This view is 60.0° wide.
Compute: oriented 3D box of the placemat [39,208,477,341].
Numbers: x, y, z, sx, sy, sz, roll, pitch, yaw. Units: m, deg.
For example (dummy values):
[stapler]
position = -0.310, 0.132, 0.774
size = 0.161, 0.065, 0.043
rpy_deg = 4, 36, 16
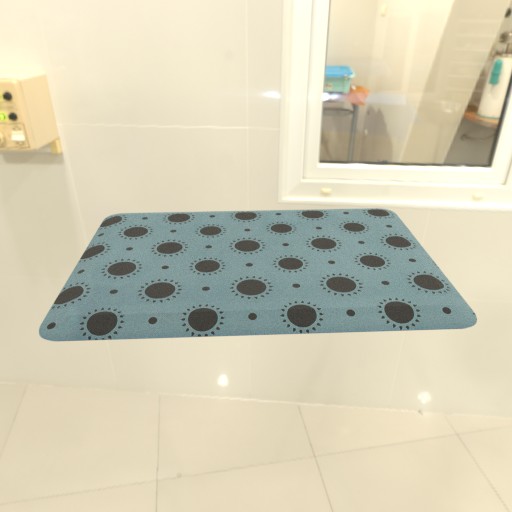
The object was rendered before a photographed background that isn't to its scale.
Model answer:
[placemat]
position = 0.000, 0.000, 0.960
size = 0.762, 0.021, 0.508
rpy_deg = -1, 29, -2
